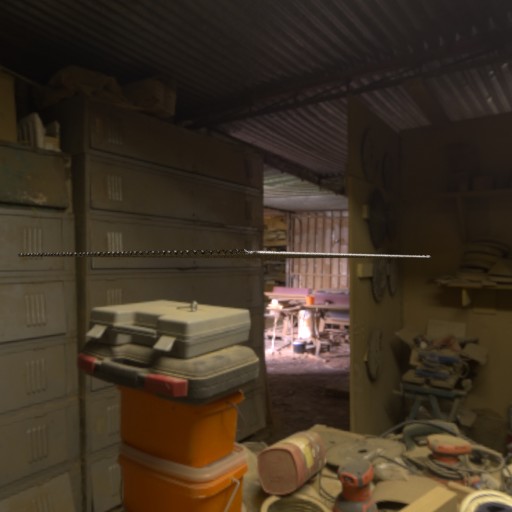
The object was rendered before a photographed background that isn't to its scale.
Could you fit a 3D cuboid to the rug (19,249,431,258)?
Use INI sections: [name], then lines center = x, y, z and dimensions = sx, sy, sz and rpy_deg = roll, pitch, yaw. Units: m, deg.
[rug]
center = 0.000, 0.000, 2.933
dimensions = 1.613, 0.017, 2.312
rpy_deg = 0, -1, 36
